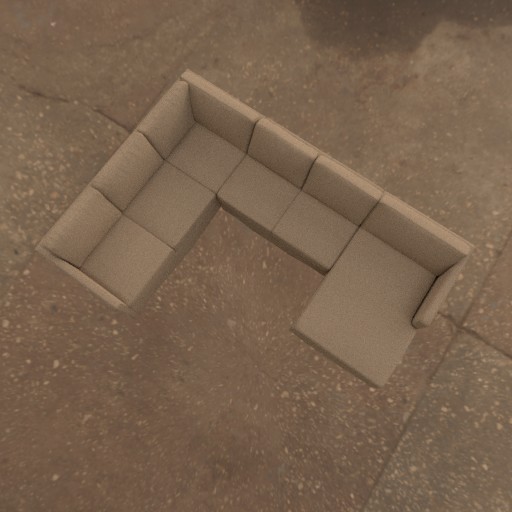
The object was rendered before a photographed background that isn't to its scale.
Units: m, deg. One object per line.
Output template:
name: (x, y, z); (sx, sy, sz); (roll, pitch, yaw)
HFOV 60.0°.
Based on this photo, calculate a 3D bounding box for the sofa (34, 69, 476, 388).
sofa: (0.000, 0.000, 4.429); (3.460, 0.882, 2.427); (34, 78, 8)
